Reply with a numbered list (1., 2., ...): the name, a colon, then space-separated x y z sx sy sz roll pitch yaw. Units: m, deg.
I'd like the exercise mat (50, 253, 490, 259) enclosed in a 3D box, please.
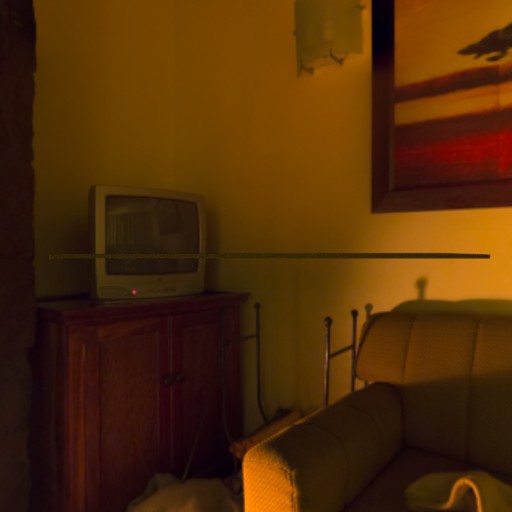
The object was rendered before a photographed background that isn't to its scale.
1. exercise mat: 0.000 0.000 2.051 1.869 0.021 0.616 0 0 18
